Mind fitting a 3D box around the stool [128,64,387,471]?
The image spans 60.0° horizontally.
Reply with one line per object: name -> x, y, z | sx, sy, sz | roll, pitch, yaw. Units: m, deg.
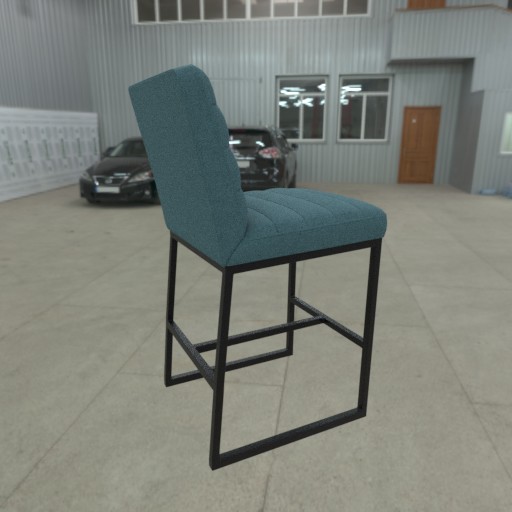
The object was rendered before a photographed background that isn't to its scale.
stool -> 0.000, 0.000, 1.259 | 0.560, 0.940, 0.460 | -8, 18, -26
